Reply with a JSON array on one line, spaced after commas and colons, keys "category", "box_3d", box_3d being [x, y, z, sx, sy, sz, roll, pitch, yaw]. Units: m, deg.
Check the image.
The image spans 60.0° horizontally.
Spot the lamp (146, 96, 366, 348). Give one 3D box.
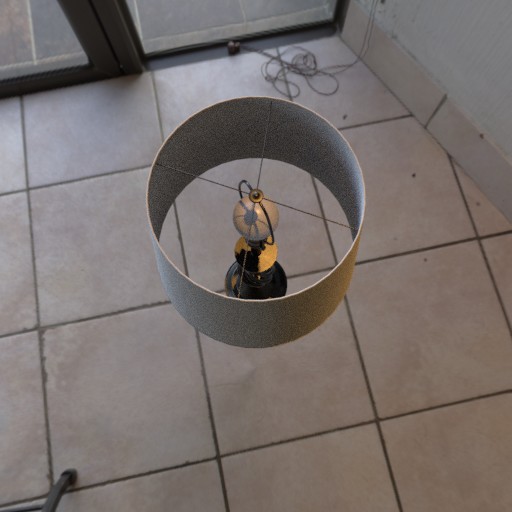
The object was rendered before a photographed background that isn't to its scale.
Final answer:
[{"category": "lamp", "box_3d": [0.000, 0.000, 0.796, 0.331, 0.594, 0.331, 0, 76, 0]}]
